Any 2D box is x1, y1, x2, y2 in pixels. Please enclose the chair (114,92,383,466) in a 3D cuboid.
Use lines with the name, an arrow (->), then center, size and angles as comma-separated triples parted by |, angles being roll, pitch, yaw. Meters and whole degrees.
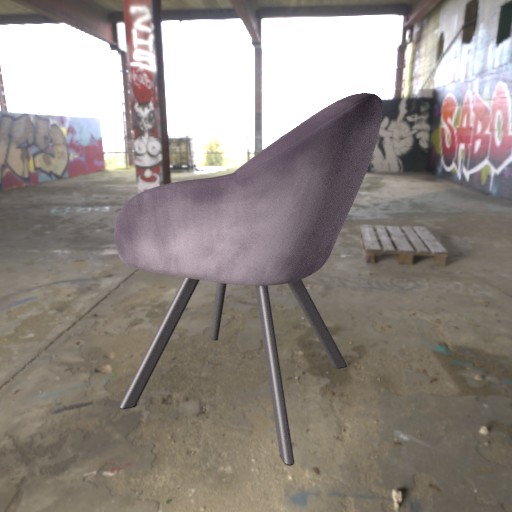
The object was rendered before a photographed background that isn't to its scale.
chair -> 0.000, 0.000, 1.171 | 0.590, 0.795, 0.550 | 8, 18, 25
